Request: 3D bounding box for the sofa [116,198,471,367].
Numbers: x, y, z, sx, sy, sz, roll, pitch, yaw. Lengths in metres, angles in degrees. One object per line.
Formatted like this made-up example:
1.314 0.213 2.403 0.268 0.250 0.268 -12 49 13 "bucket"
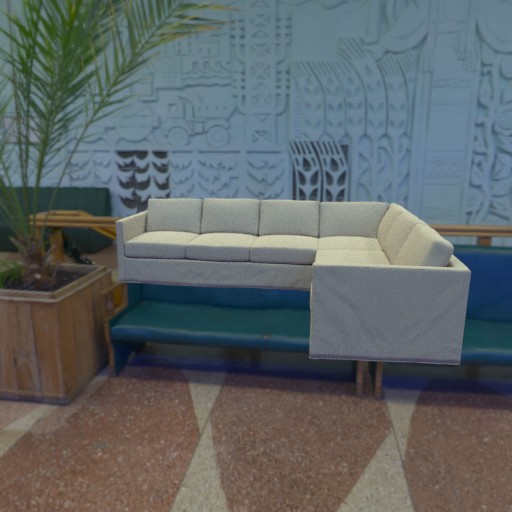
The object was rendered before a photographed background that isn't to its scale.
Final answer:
0.000 0.000 4.277 3.182 0.871 2.432 2 14 9 "sofa"
